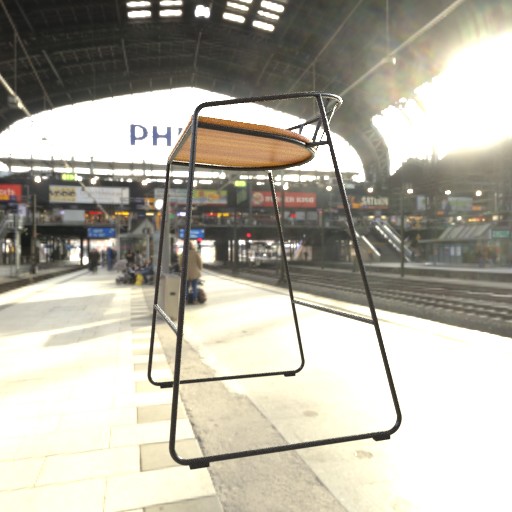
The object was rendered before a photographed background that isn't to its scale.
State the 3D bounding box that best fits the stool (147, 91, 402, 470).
[{"bbox_3d":[0.000,0.000,1.170,0.521,0.812,0.546,0,0,-18],"label":"stool"}]
